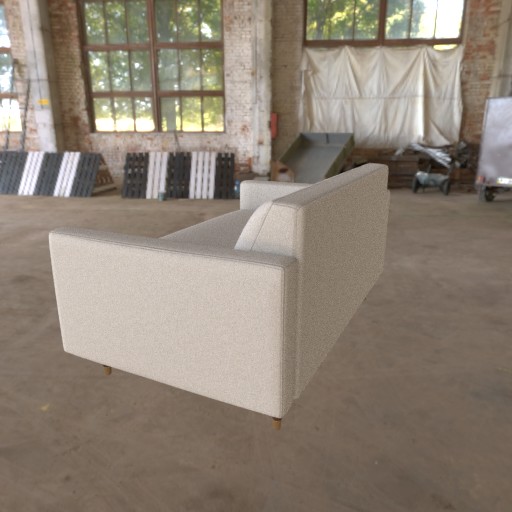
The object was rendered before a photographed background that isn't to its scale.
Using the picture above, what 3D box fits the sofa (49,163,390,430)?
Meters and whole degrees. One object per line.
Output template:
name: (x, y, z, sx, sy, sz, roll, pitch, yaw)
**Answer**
sofa: (0.000, 0.000, 2.132, 0.950, 0.801, 1.585, 8, 19, 25)
